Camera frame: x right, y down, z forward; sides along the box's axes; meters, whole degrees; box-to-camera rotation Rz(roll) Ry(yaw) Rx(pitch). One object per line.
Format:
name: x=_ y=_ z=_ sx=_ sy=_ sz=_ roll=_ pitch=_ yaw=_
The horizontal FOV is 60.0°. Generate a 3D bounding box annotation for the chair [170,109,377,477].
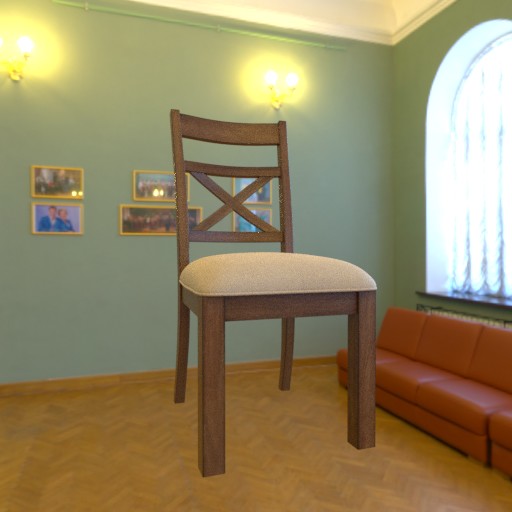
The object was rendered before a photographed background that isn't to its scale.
chair: x=0.000 y=0.000 z=1.282 sx=0.461 sy=0.949 sz=0.581 roll=0 pitch=1 yaw=-20
